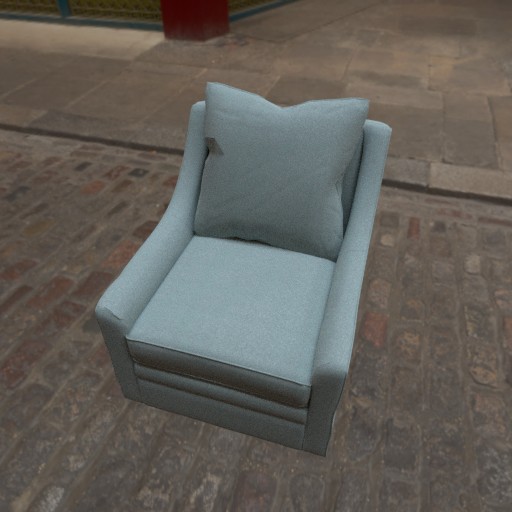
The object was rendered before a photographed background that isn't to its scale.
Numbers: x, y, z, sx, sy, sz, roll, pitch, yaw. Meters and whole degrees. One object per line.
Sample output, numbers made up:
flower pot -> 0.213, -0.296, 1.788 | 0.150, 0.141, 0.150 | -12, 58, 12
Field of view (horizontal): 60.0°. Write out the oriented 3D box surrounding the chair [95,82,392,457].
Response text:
chair -> 0.000, 0.000, 1.570 | 0.760, 0.926, 0.870 | 11, 42, 13
